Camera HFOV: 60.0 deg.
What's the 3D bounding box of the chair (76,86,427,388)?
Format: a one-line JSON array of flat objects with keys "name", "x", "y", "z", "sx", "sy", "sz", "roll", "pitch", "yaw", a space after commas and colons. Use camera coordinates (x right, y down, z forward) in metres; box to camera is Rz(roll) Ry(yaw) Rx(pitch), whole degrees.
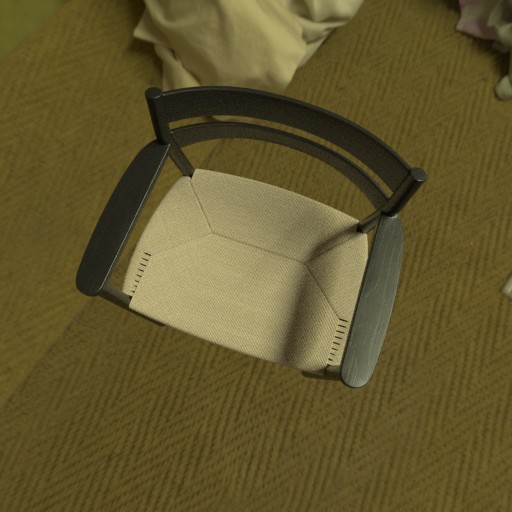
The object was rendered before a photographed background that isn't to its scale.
[{"name": "chair", "x": 0.000, "y": 0.000, "z": 1.187, "sx": 0.630, "sy": 0.775, "sz": 0.508, "roll": 18, "pitch": 77, "yaw": 4}]
